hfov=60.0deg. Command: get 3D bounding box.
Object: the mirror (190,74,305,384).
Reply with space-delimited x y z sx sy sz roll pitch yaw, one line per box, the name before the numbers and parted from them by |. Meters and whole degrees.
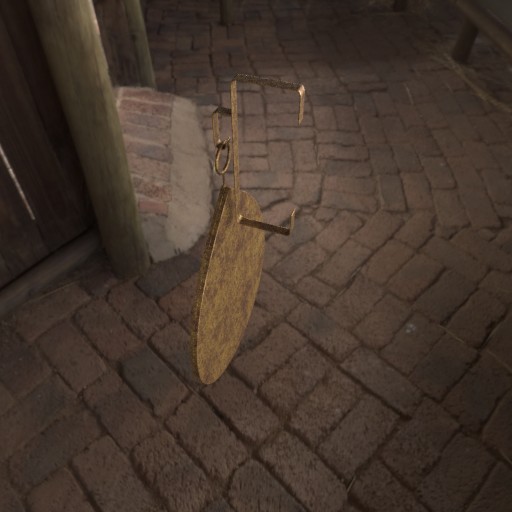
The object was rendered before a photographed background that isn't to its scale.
mirror | 0.000 0.000 0.915 0.144 0.744 0.405 15 48 14
